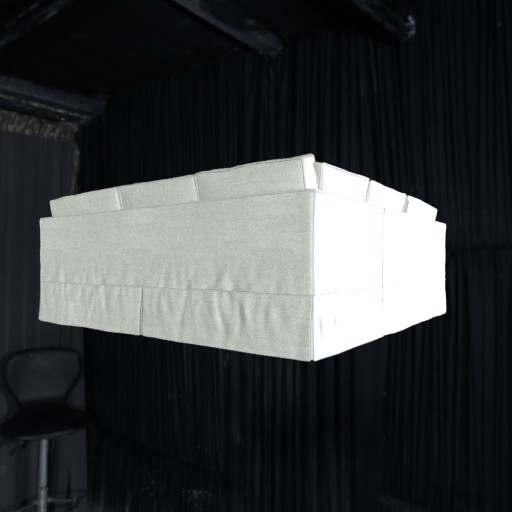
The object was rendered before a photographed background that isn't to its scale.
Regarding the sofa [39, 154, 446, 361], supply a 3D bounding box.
[{"bbox_3d":[0.000,0.000,3.957,2.623,1.081,2.618,-1,-1,36],"label":"sofa"}]
